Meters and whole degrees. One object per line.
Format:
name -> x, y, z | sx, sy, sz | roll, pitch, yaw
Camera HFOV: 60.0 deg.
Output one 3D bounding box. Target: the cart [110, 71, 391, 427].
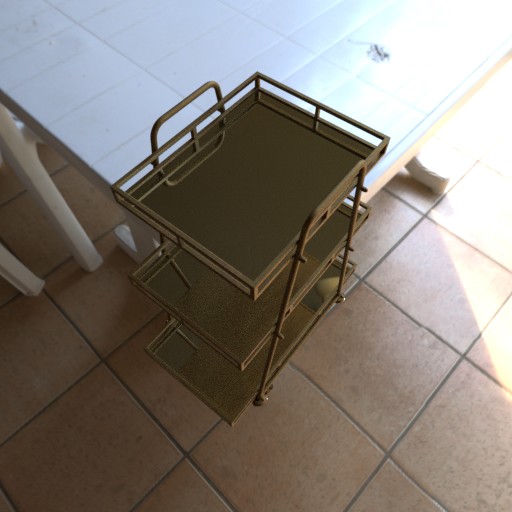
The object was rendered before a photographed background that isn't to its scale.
cart -> 0.000, 0.000, 1.271 | 0.441, 0.883, 0.711 | 34, 64, 19
